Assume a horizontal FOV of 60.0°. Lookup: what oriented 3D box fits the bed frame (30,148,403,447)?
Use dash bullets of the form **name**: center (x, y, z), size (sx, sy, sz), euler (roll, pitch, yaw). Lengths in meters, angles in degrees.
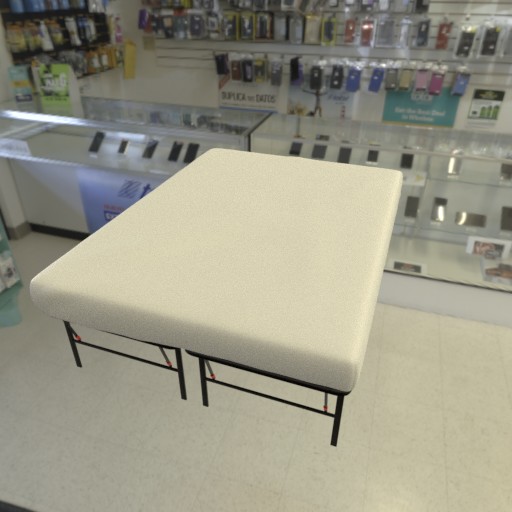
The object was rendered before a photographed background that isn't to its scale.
- **bed frame**: center (0.000, 0.000, 2.825), size (1.584, 0.667, 2.151), euler (11, 34, 17)
